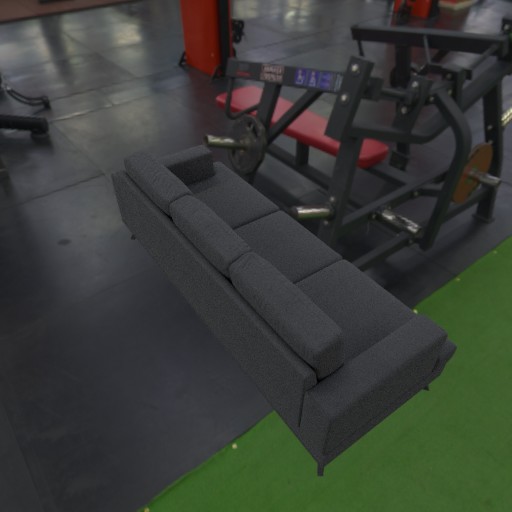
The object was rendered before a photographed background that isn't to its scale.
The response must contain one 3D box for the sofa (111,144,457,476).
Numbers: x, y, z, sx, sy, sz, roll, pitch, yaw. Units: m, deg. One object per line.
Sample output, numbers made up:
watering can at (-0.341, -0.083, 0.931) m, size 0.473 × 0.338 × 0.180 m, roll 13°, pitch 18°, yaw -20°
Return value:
sofa at (0.000, 0.000, 2.756) m, size 0.920 × 0.810 × 2.310 m, roll -25°, pitch 48°, yaw -26°
